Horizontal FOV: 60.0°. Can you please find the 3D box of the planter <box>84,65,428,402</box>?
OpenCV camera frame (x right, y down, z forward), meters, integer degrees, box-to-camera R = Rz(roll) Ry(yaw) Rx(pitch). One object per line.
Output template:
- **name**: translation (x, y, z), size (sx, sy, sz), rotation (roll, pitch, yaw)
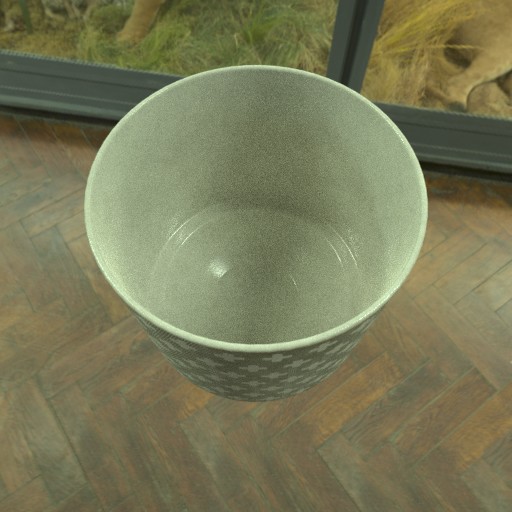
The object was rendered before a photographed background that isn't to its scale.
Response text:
- **planter**: translation (0.000, 0.000, 0.328), size (0.190, 0.181, 0.190), rotation (0, 63, 0)
